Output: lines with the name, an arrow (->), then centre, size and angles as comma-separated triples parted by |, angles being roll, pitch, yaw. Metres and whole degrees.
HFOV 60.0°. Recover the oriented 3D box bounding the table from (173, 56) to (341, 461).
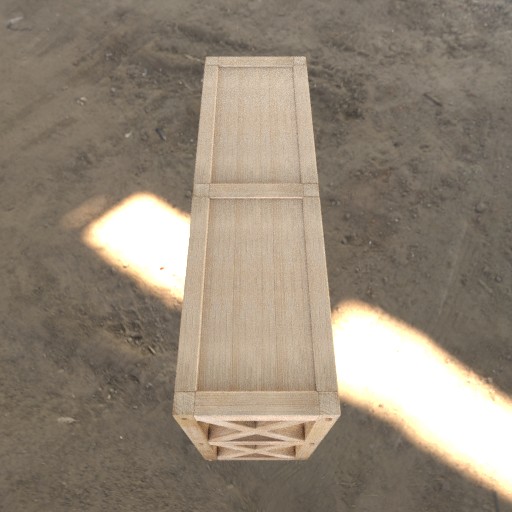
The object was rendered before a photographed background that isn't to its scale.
table -> 0.000, 0.000, 1.662 | 0.381, 0.762, 1.320 | 0, 58, 0
